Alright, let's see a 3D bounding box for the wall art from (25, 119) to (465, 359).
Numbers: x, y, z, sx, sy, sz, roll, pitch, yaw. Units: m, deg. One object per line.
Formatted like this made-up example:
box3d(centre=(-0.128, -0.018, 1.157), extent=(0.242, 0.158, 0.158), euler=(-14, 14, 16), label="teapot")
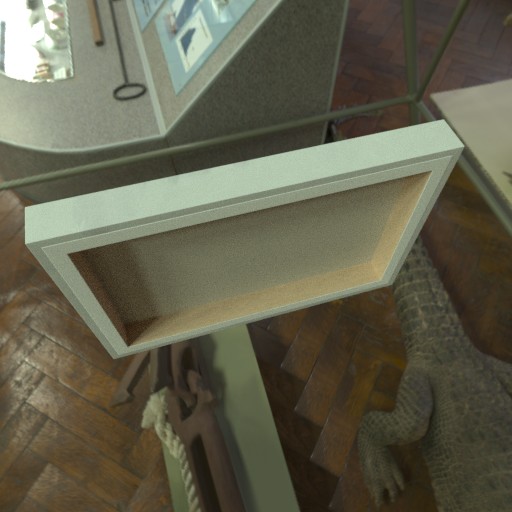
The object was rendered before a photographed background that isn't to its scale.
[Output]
box3d(centre=(0.000, 0.000, 0.486), extent=(0.381, 0.254, 0.038), euler=(-14, 58, -9), label="wall art")
